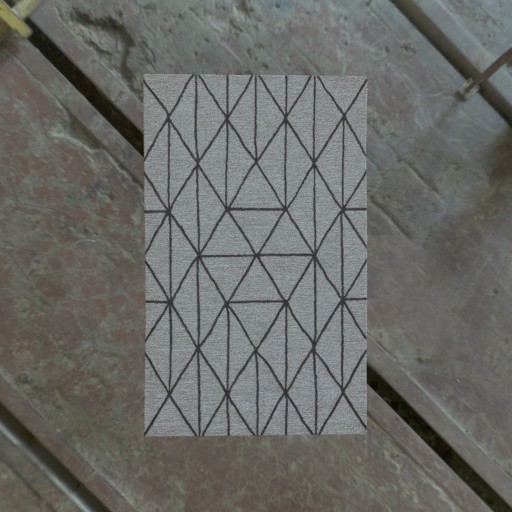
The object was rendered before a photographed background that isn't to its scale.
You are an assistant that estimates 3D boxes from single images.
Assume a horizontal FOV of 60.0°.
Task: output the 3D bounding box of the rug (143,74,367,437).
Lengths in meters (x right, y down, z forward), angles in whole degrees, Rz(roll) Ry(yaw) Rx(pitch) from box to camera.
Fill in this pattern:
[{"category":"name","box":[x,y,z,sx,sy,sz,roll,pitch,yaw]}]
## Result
[{"category":"rug","box":[0.000,0.000,3.033,1.526,0.008,2.465,0,90,-1]}]
